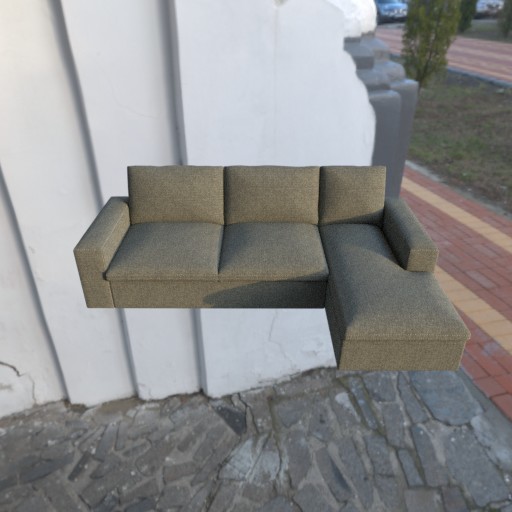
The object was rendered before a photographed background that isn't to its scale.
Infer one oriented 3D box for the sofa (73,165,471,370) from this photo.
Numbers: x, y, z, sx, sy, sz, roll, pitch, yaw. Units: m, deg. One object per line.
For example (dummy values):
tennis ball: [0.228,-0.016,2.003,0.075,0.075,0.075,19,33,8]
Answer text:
sofa: [0.000,0.000,3.453,2.718,0.940,1.689,0,31,0]
